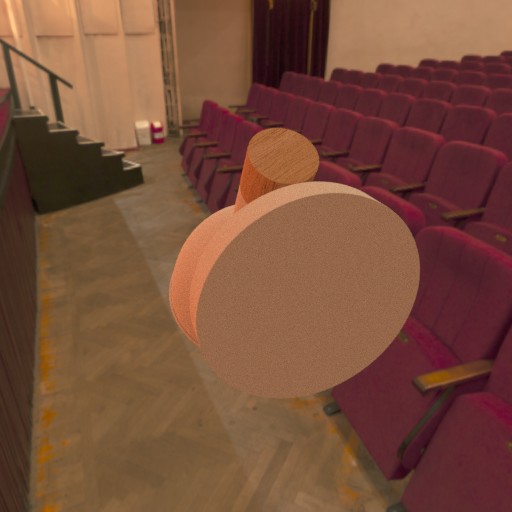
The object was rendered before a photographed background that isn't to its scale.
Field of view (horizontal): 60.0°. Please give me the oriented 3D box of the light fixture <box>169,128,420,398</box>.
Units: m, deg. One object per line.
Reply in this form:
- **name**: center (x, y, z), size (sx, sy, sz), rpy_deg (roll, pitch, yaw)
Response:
- **light fixture**: center (0.000, 0.000, 0.331), size (0.127, 0.199, 0.209), rpy_deg (-8, 28, -16)
